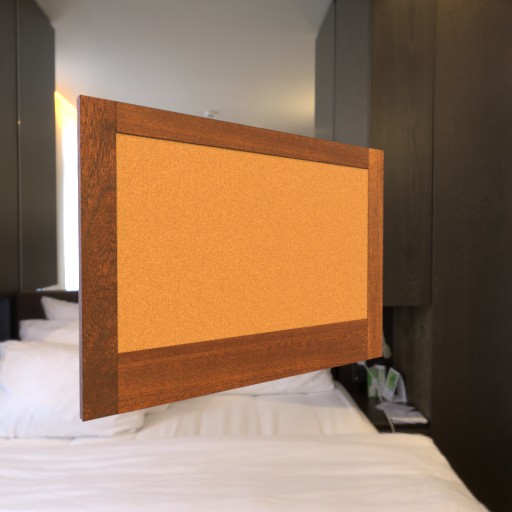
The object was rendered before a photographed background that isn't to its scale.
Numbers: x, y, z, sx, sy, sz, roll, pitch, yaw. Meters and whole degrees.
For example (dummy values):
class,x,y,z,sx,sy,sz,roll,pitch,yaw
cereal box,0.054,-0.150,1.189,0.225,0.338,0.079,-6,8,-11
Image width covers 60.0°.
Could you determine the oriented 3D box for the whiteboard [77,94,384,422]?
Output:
class,x,y,z,sx,sy,sz,roll,pitch,yaw
whiteboard,0.000,0.000,1.013,0.783,0.559,0.083,-1,2,-35
